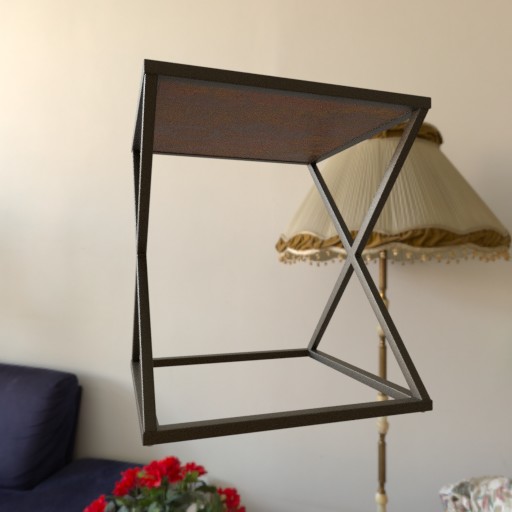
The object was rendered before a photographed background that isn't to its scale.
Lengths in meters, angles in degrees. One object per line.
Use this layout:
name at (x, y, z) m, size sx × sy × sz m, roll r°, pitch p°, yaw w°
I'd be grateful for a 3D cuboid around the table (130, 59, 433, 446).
table at (0.000, 0.000, 0.951) m, size 0.500 × 0.565 × 0.500 m, roll 0°, pitch -1°, yaw -18°
